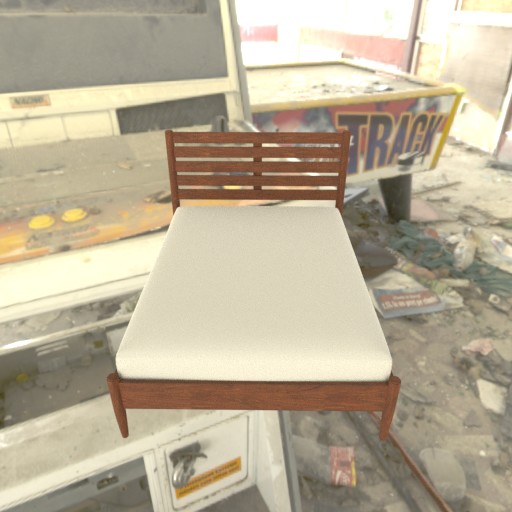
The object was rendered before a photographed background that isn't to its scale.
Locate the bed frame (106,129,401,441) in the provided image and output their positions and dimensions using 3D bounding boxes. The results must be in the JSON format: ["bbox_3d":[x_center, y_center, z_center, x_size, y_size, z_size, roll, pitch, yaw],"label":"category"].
[{"bbox_3d":[0.000,0.000,3.331,1.655,1.321,2.234,0,30,1],"label":"bed frame"}]
